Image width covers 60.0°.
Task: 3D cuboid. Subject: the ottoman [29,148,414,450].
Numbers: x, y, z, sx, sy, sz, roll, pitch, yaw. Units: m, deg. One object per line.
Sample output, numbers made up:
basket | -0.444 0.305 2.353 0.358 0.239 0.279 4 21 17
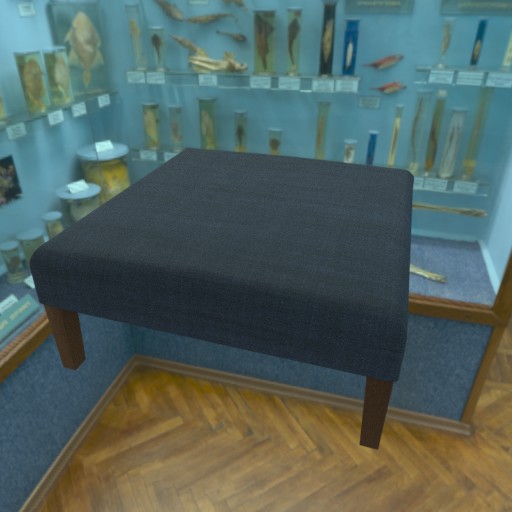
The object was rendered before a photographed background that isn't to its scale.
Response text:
ottoman | 0.000 0.000 1.390 0.890 0.411 0.889 9 32 15
